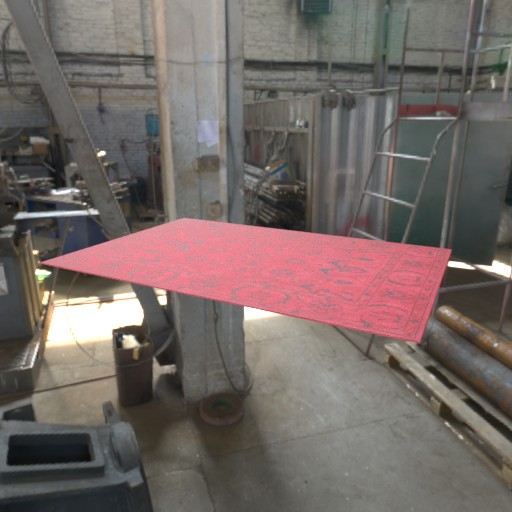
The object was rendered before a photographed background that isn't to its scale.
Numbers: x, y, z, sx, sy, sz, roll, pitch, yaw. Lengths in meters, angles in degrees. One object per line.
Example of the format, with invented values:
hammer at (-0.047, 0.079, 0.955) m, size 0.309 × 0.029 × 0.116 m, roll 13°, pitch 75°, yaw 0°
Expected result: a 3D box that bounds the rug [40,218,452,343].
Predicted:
rug at (0.000, 0.000, 2.333) m, size 1.814 × 0.008 × 1.209 m, roll 9°, pitch 19°, yaw 26°
